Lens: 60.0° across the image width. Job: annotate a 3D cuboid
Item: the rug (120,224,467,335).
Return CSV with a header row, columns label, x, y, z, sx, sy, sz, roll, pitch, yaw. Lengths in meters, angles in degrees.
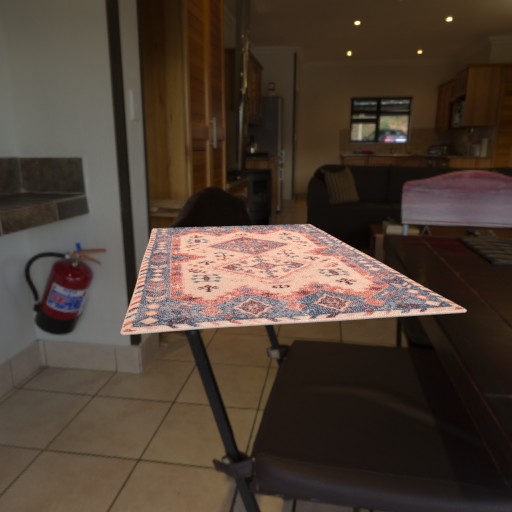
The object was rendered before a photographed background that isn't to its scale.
label,x,y,z,sx,sy,sz,roll,pitch,yaw
rug,0.000,0.000,3.055,1.521,0.023,2.464,-2,13,-10
